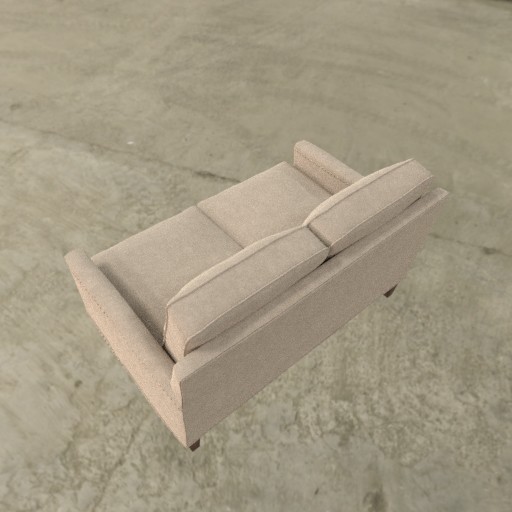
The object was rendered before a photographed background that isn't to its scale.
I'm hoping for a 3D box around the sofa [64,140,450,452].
[{"bbox_3d":[0.000,0.000,2.281,1.597,1.002,1.084,-31,54,-26],"label":"sofa"}]
